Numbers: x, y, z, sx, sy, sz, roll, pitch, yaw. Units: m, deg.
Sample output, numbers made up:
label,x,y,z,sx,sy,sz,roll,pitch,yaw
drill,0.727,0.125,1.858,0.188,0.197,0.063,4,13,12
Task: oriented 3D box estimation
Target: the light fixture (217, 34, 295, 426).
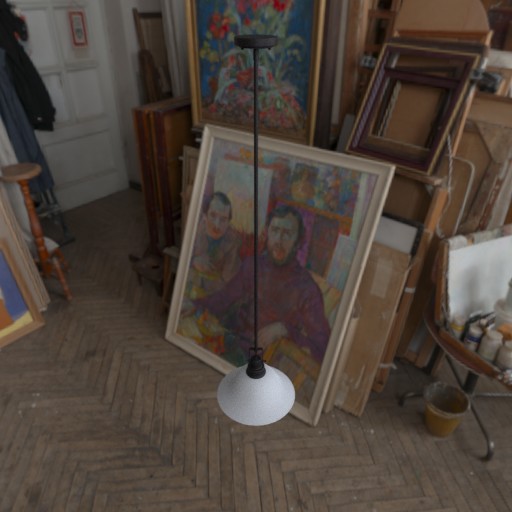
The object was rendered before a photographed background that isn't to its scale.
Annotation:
label,x,y,z,sx,sy,sz,roll,pitch,yaw
light fixture,0.000,0.000,1.501,0.324,1.337,0.324,1,31,1
